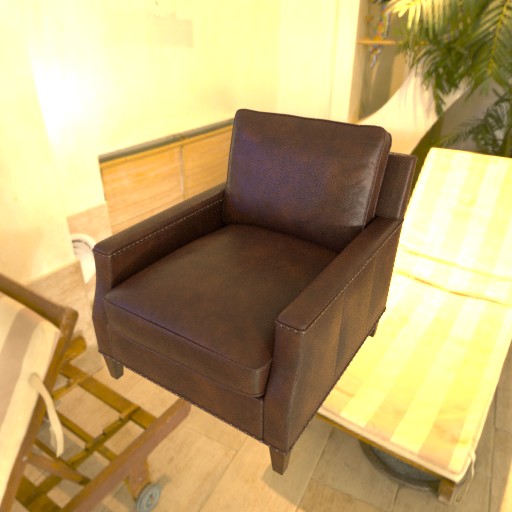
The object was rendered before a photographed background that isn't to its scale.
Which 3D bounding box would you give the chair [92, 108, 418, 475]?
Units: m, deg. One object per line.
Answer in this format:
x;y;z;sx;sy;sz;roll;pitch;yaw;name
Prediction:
0.000;0.000;1.708;0.853;0.929;1.014;17;33;29;chair
